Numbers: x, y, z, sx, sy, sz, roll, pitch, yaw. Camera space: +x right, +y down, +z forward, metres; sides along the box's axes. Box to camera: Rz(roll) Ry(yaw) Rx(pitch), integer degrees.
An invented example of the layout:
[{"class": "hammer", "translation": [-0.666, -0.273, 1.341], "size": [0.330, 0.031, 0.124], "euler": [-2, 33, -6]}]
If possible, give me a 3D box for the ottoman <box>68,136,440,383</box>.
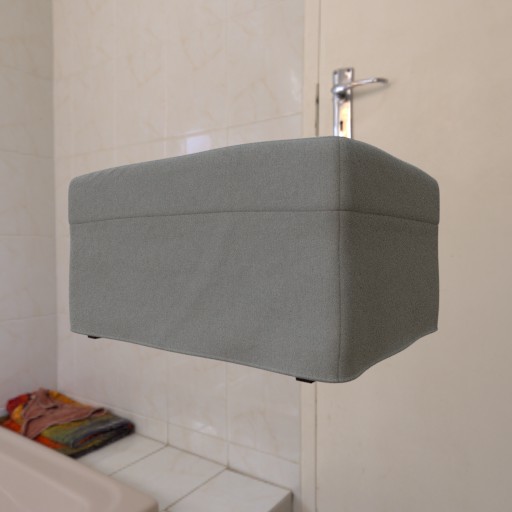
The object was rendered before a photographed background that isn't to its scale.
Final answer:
[{"class": "ottoman", "translation": [0.000, 0.000, 1.235], "size": [0.833, 0.461, 0.648], "euler": [1, 1, 36]}]
